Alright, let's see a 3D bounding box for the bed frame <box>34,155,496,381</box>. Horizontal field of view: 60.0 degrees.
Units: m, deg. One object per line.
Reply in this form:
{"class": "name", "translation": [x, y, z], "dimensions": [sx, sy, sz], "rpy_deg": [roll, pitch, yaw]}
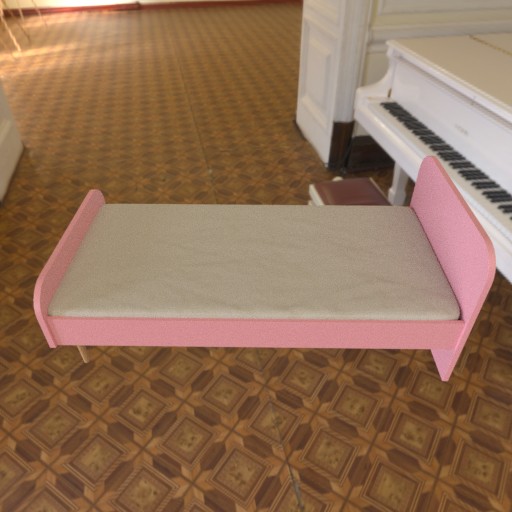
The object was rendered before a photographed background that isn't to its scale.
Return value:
{"class": "bed frame", "translation": [0.000, 0.000, 2.395], "dimensions": [1.963, 0.805, 0.998], "rpy_deg": [1, 39, 1]}
